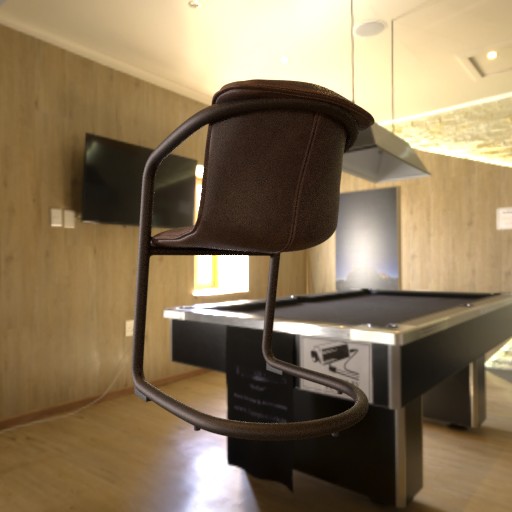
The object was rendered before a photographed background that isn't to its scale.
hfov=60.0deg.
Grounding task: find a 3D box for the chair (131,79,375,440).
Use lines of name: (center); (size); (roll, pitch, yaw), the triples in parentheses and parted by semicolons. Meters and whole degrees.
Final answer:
chair: (0.000, 0.000, 1.286); (0.536, 0.836, 0.664); (0, 0, -36)
